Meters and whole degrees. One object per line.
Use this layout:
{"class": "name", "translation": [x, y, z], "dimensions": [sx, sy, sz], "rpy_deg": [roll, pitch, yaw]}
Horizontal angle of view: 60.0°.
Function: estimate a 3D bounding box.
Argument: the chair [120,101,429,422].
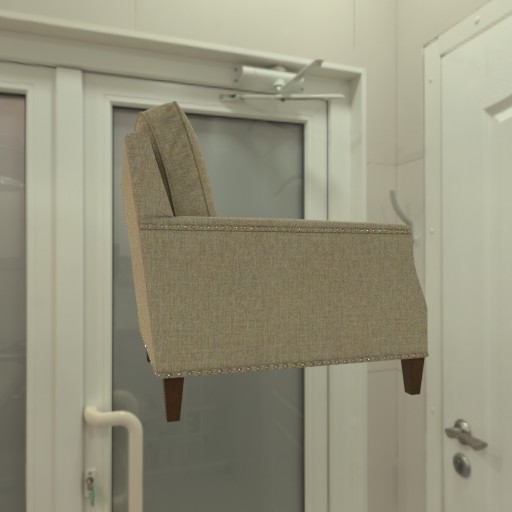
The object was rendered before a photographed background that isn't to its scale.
{"class": "chair", "translation": [0.000, 0.000, 1.750], "dimensions": [1.014, 0.943, 0.853], "rpy_deg": [0, 0, -18]}
